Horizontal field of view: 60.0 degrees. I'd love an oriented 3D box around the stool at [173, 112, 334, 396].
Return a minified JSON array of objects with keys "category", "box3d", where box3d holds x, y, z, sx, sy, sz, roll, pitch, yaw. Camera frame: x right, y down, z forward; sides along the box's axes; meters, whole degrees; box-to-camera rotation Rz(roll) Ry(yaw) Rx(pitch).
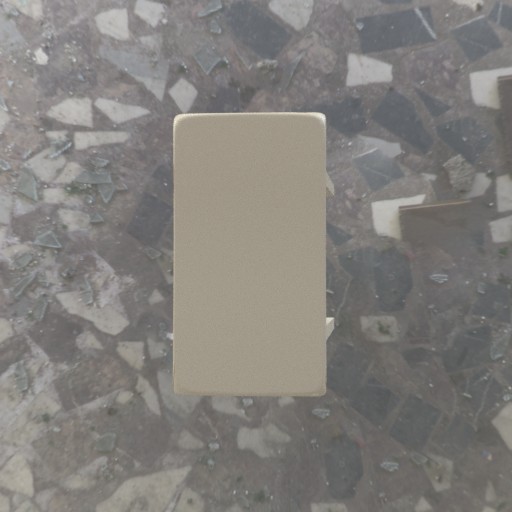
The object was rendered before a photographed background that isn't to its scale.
[{"category":"stool","box3d":[0.000,0.000,1.059,0.476,0.737,0.457,0,90,2]}]
